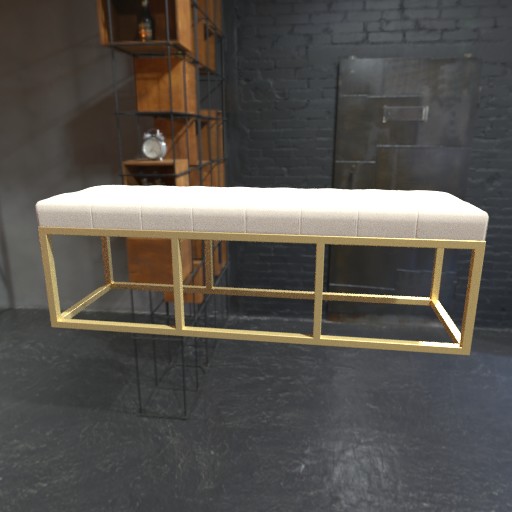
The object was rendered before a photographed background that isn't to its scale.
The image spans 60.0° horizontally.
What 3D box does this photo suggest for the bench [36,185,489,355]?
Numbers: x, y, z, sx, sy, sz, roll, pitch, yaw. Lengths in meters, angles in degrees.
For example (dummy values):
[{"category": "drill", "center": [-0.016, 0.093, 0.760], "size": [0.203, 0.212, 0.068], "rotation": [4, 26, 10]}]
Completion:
[{"category": "bench", "center": [0.000, 0.000, 1.693], "size": [1.473, 0.484, 0.457], "rotation": [2, 16, 8]}]
